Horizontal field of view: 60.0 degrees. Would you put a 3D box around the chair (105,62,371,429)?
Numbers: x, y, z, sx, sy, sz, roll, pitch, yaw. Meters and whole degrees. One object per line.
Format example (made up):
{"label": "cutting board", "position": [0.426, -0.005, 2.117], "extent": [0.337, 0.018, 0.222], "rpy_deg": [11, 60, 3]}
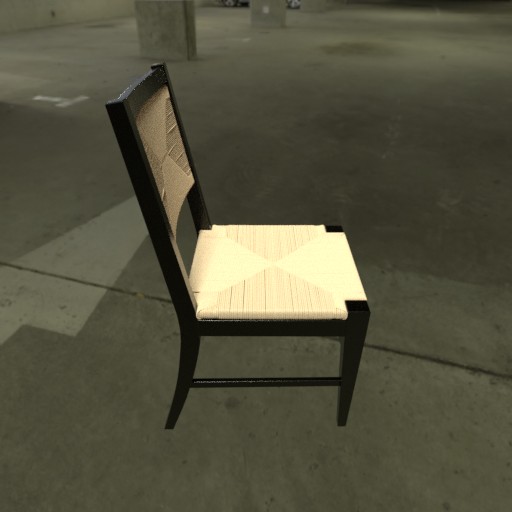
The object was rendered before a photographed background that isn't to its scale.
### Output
{"label": "chair", "position": [0.000, 0.000, 1.222], "extent": [0.552, 0.927, 0.437], "rpy_deg": [0, 32, 0]}
